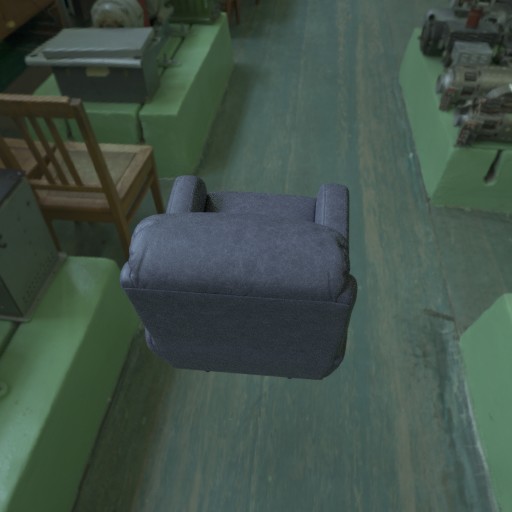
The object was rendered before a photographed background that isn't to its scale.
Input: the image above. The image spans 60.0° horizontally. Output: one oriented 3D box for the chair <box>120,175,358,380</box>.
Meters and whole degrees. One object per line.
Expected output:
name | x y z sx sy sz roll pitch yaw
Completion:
chair | 0.000 0.000 1.882 0.865 1.067 1.067 4 47 4
